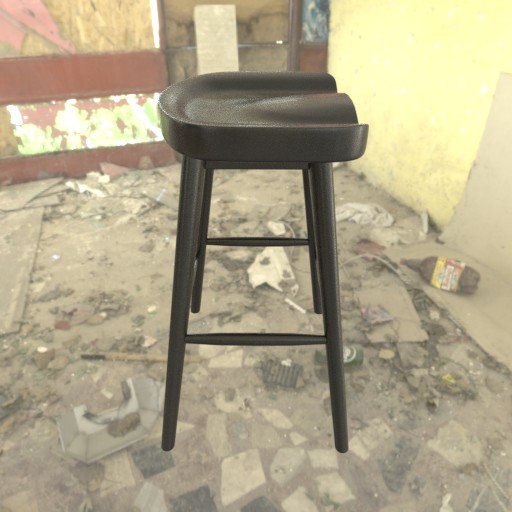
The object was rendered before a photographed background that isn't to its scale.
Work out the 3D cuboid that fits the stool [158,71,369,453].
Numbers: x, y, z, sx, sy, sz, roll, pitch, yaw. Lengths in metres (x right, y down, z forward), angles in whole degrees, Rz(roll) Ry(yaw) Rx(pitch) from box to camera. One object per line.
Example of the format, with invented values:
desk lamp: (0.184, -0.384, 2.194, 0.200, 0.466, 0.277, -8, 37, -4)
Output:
stool: (0.000, 0.000, 0.869, 0.361, 0.615, 0.440, 0, 32, 1)
